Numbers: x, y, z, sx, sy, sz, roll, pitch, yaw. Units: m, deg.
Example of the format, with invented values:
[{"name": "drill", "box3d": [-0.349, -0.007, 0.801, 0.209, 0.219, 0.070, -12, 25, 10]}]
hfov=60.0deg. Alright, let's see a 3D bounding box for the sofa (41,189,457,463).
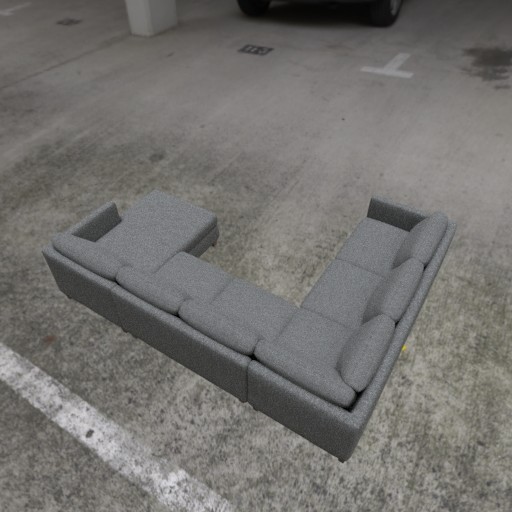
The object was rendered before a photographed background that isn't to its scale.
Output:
[{"name": "sofa", "box3d": [0.000, 0.000, 4.480, 3.238, 0.853, 2.551, 24, 50, 22]}]
